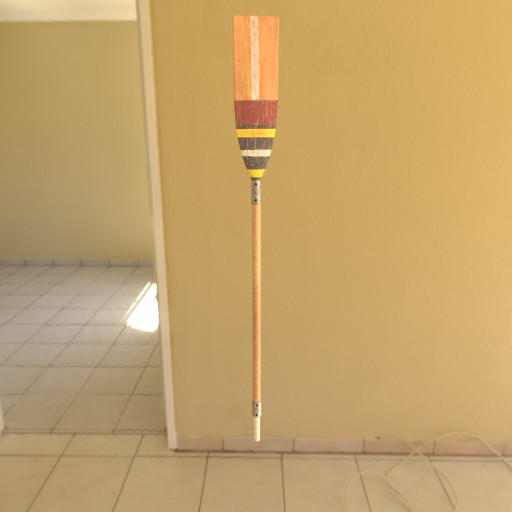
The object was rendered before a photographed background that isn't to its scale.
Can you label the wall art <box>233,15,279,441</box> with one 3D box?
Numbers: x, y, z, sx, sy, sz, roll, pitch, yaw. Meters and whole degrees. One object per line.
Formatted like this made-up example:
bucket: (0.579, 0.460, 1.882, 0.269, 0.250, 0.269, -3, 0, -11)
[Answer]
wall art: (0.000, 0.000, 1.595, 0.146, 1.556, 0.038, -2, 16, -9)
